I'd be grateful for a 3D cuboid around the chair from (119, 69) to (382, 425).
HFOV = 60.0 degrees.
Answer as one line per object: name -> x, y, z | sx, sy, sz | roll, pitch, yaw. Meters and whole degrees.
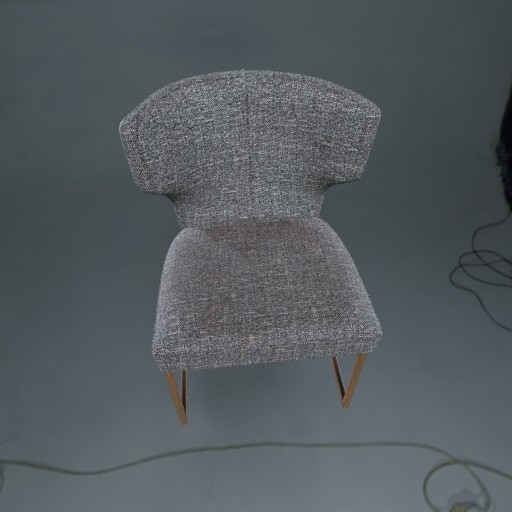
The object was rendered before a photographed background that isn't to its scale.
chair -> 0.000, 0.000, 1.255 | 0.611, 0.824, 0.617 | -4, 47, -4
